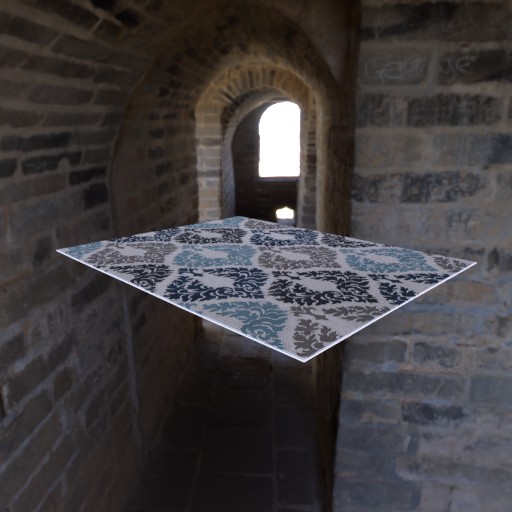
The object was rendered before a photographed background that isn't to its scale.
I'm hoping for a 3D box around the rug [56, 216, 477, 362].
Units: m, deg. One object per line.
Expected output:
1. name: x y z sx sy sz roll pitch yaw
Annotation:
1. rug: 0.000 0.000 4.070 3.040 0.014 2.423 15 22 42
